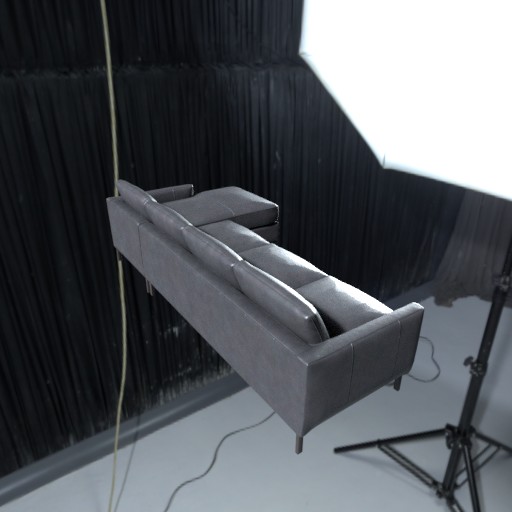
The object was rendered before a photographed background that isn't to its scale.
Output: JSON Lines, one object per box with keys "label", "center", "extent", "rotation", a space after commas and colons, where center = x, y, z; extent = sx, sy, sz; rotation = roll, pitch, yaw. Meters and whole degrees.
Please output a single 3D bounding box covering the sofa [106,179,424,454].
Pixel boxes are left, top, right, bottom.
{"label": "sofa", "center": [0.000, 0.000, 3.637], "extent": [1.471, 0.859, 2.993], "rotation": [-17, 31, -31]}
